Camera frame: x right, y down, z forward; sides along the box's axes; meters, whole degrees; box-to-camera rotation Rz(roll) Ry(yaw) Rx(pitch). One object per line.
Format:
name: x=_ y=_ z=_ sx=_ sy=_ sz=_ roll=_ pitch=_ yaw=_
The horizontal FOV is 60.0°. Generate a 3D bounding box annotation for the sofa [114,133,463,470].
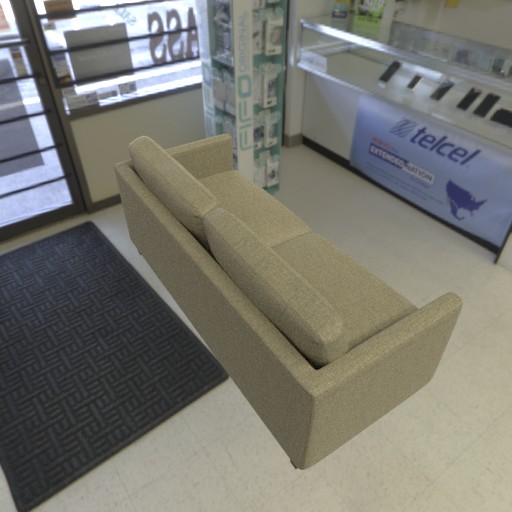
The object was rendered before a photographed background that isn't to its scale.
sofa: x=0.000 y=0.000 z=2.734 sx=0.956 sy=0.960 sz=2.208 roll=-23 pitch=45 yaw=-25
